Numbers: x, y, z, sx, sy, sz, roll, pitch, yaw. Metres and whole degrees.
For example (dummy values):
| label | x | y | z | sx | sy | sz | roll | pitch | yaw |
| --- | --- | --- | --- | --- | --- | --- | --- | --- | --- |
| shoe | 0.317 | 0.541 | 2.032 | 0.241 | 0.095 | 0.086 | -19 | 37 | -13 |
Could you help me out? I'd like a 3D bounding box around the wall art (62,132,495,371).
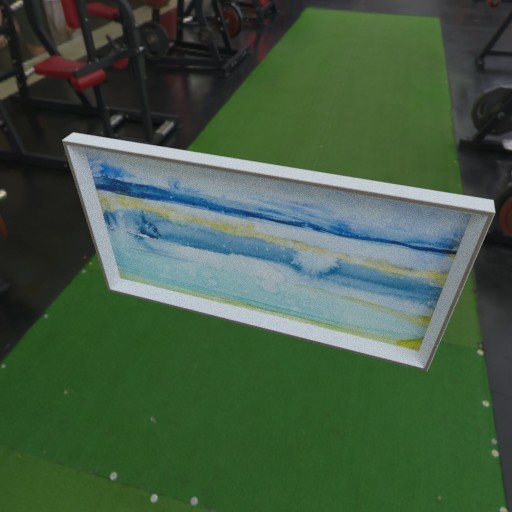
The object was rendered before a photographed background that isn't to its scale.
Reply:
| label | x | y | z | sx | sy | sz | roll | pitch | yaw |
| --- | --- | --- | --- | --- | --- | --- | --- | --- | --- |
| wall art | 0.000 | 0.000 | 0.954 | 0.812 | 0.431 | 0.038 | 12 | 42 | 14 |
